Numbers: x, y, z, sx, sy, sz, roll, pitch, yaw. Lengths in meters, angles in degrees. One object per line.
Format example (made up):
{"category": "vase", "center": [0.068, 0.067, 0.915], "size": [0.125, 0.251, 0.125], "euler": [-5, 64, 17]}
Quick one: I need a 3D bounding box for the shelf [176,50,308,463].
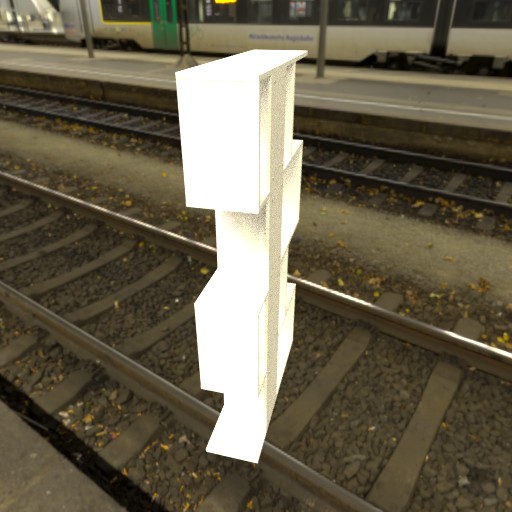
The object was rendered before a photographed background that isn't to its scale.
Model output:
{"category": "shelf", "center": [0.000, 0.000, 2.028], "size": [0.250, 1.650, 0.890], "euler": [7, 30, 13]}
